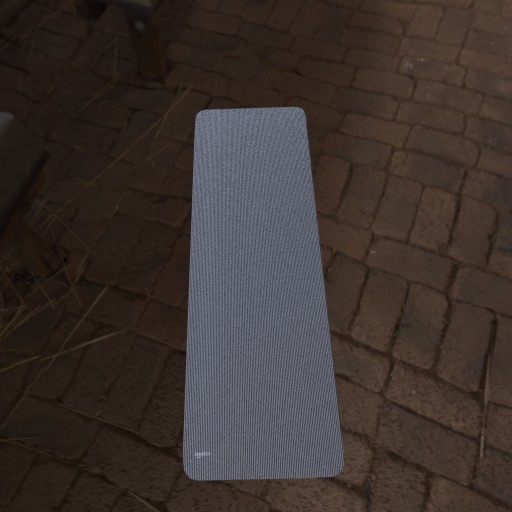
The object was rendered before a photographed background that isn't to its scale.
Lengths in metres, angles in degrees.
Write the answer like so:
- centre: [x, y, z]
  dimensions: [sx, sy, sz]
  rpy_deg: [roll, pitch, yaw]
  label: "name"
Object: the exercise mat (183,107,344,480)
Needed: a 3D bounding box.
- centre: [0.000, 0.000, 2.091]
  dimensions: [0.616, 0.021, 1.884]
  rpy_deg: [-2, 63, -1]
  label: "exercise mat"
